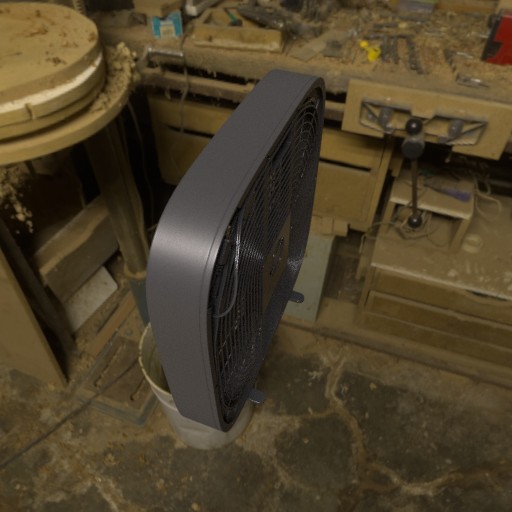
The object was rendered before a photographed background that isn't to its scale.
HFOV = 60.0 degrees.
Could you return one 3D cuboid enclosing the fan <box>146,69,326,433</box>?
[{"bbox_3d":[0.000,0.000,0.793,0.142,0.533,0.526,16,49,14],"label":"fan"}]
